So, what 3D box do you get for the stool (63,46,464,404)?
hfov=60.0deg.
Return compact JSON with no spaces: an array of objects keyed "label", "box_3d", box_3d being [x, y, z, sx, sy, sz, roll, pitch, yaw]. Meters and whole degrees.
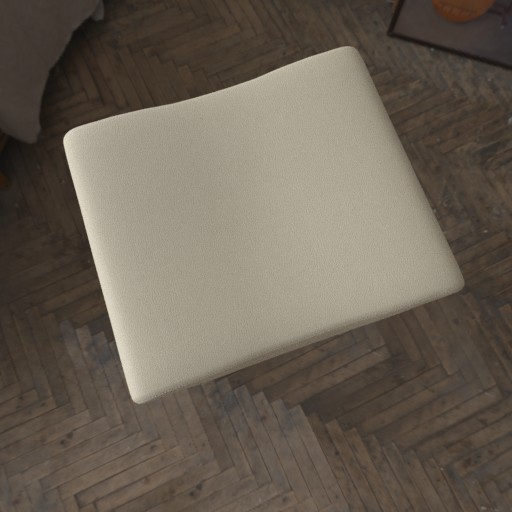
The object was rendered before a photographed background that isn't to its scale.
[{"label":"stool","box_3d":[0.000,0.000,0.896,0.471,0.609,0.401,-19,77,-4]}]
